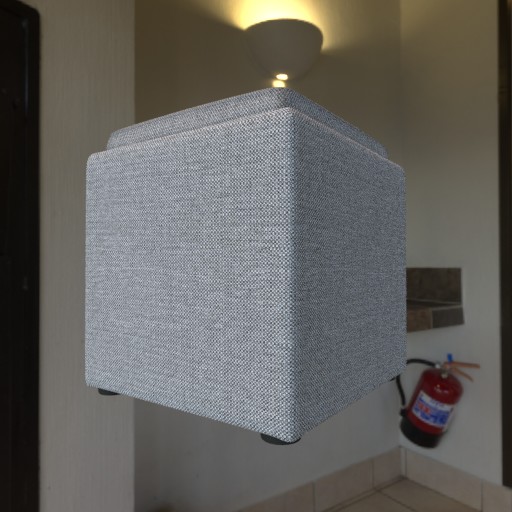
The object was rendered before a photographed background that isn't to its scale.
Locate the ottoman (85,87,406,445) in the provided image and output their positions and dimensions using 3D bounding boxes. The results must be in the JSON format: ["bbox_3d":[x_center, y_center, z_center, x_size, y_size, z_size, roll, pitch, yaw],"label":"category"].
[{"bbox_3d":[0.000,0.000,0.847,0.436,0.487,0.454,-1,-1,36],"label":"ottoman"}]
